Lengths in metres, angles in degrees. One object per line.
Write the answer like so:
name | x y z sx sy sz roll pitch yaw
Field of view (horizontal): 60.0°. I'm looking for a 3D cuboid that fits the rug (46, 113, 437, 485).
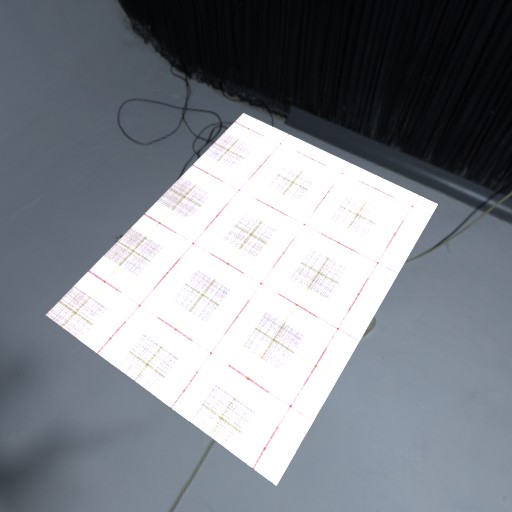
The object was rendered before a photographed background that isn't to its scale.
rug | 0.000 0.000 4.063 2.317 0.016 2.959 30 64 16
